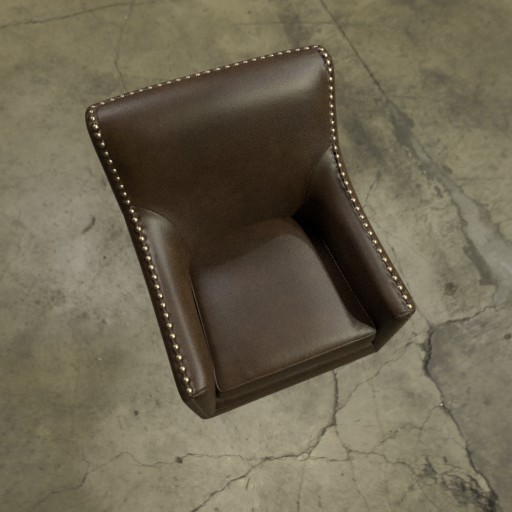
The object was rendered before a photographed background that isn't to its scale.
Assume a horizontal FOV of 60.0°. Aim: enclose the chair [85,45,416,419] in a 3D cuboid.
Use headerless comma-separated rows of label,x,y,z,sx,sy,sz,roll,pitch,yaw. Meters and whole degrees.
chair,0.000,0.000,1.309,0.639,0.813,0.704,-19,66,-9
